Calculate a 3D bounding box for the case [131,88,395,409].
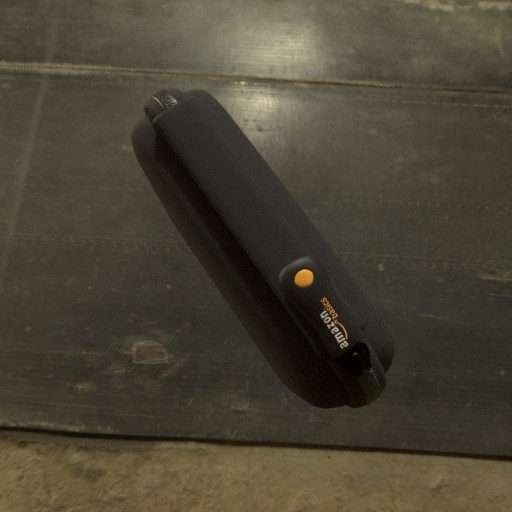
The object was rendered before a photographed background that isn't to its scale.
[{"bbox_3d":[0.000,0.000,0.178,0.038,0.105,0.132,-34,78,-8],"label":"case"}]
